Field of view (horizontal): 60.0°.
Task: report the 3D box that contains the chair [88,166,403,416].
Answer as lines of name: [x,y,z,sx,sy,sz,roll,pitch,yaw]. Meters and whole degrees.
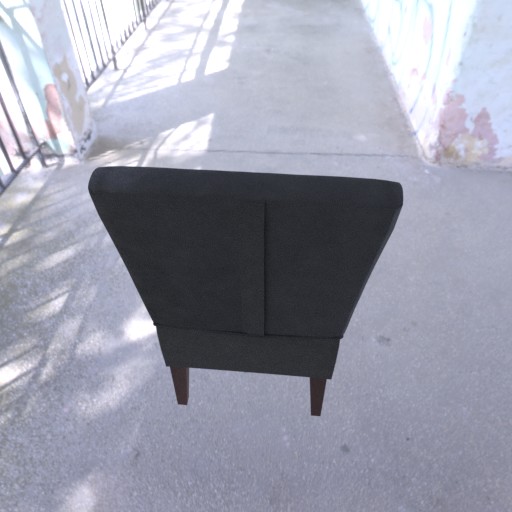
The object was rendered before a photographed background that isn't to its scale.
chair: [0.000,0.000,1.173,0.521,0.806,0.554,4,44,4]
